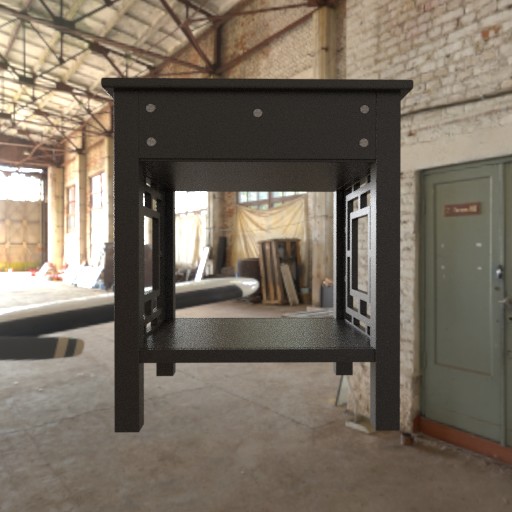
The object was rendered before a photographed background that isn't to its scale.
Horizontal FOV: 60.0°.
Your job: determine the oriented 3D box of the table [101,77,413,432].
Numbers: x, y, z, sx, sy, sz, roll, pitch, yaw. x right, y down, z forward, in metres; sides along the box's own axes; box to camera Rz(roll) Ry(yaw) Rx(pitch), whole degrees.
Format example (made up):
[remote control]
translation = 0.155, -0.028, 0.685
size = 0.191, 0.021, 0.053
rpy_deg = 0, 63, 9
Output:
[table]
translation = 0.000, 0.000, 1.027
size = 0.564, 0.646, 0.451
rpy_deg = 0, 0, -1
